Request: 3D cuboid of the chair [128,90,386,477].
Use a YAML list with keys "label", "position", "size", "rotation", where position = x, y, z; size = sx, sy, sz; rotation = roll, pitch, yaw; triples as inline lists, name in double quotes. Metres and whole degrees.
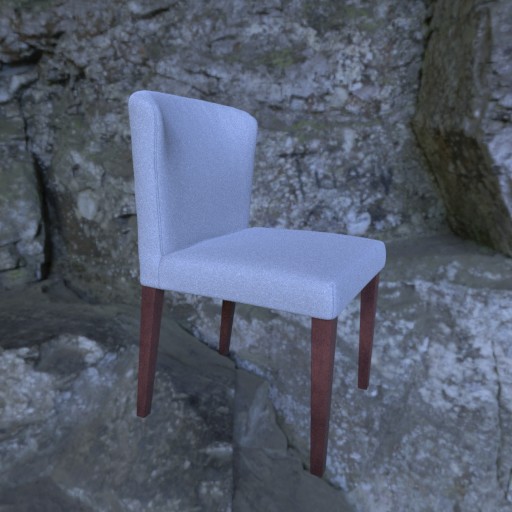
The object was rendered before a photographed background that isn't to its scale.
- label: "chair"
  position: [0.000, 0.000, 1.170]
  size: [0.592, 0.839, 0.491]
  rotation: [7, 15, 26]
